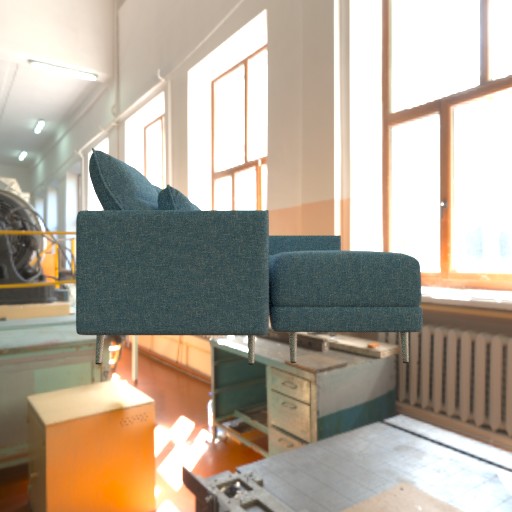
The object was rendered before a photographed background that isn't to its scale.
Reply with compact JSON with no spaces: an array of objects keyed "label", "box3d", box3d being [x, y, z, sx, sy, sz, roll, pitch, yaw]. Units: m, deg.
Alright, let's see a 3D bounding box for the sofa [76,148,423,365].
[{"label":"sofa","box3d":[0.000,0.000,2.765,1.420,0.899,2.034,0,0,1]}]
